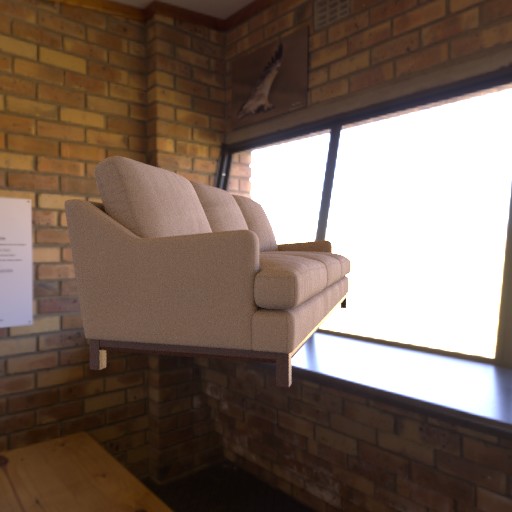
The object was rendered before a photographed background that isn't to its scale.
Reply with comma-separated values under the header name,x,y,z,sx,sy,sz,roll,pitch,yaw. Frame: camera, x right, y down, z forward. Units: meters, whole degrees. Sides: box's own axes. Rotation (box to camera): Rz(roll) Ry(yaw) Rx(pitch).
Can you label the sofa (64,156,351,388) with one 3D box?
name,x,y,z,sx,sy,sz,roll,pitch,yaw
sofa,0.000,0.000,2.806,1.000,0.913,2.321,0,1,17
